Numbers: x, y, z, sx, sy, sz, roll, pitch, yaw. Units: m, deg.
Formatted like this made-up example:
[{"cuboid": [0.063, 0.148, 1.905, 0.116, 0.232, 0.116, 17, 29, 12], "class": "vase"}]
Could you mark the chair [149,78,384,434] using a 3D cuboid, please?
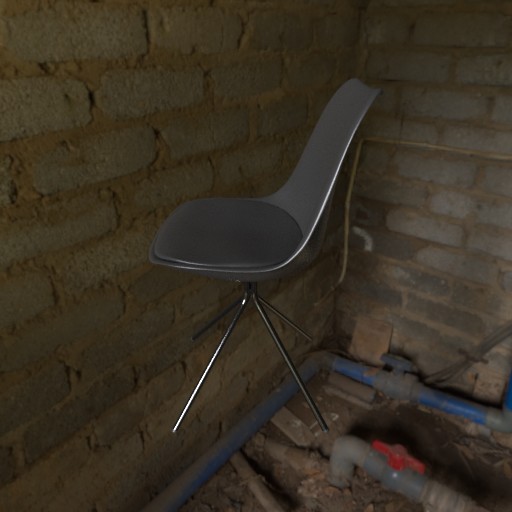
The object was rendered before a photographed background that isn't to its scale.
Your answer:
[{"cuboid": [0.000, 0.000, 1.162, 0.525, 0.850, 0.461, 0, 27, 0], "class": "chair"}]
